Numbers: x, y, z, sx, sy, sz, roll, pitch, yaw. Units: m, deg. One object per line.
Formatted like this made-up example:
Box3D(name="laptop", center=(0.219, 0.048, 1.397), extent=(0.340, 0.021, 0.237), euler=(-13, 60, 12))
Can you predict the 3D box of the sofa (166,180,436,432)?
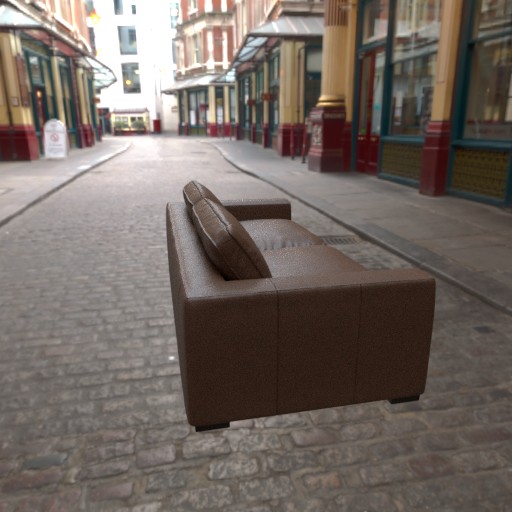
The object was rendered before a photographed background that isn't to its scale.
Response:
Box3D(name="sofa", center=(0.000, 0.000, 2.804), extent=(1.070, 0.801, 2.262), euler=(-4, 16, -12))
